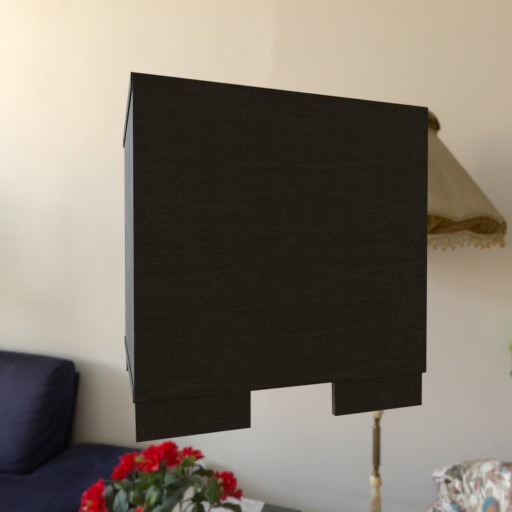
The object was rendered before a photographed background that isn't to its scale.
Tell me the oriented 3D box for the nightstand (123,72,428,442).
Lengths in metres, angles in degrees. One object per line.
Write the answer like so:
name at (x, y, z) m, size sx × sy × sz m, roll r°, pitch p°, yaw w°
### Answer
nightstand at (0.000, 0.000, 0.761) m, size 0.427 × 0.448 × 0.347 m, roll 0°, pitch 1°, yaw -18°
